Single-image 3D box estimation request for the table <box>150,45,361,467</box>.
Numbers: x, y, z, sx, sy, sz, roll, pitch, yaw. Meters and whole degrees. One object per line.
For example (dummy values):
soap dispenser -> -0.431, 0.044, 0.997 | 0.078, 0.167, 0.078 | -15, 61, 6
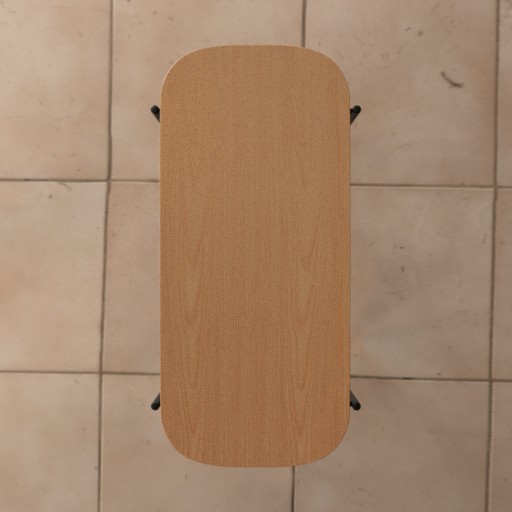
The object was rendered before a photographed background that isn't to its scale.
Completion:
table -> 0.000, 0.000, 1.039 | 0.400, 0.400, 0.800 | 0, 90, 0
